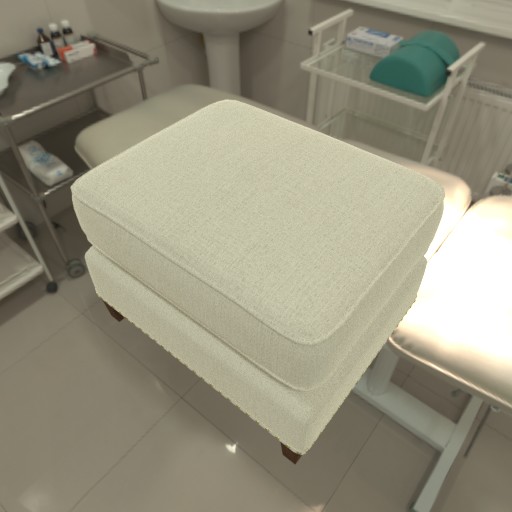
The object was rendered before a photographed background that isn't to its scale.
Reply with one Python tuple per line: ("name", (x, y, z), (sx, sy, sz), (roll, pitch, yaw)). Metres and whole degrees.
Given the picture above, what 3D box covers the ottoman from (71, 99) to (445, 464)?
("ottoman", (0.000, 0.000, 1.159), (0.738, 0.537, 0.589), (30, 54, 26))
